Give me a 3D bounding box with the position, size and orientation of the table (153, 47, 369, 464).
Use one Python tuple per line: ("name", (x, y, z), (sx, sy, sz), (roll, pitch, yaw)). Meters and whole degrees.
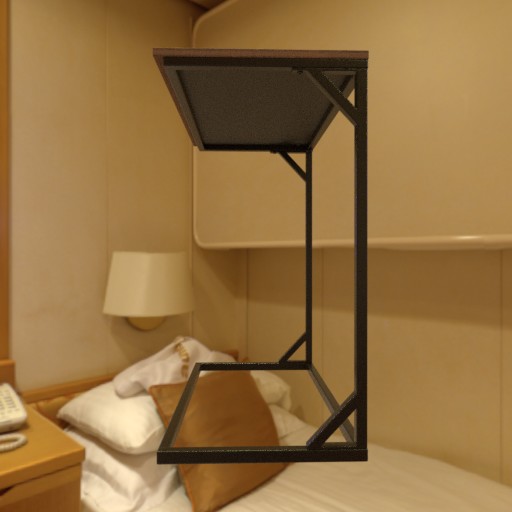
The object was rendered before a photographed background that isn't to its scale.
("table", (0.000, 0.000, 1.017), (0.351, 0.673, 0.597), (0, 0, -2))
